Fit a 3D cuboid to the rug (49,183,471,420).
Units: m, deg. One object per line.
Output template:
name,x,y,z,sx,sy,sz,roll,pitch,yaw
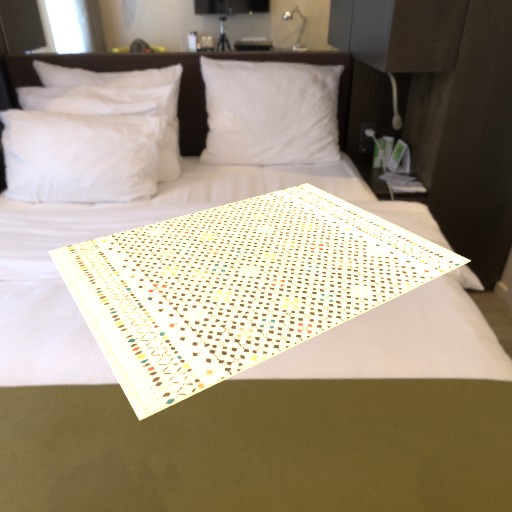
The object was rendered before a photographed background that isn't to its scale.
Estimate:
rug,0.000,0.000,2.028,1.556,0.006,1.146,-19,35,-29
